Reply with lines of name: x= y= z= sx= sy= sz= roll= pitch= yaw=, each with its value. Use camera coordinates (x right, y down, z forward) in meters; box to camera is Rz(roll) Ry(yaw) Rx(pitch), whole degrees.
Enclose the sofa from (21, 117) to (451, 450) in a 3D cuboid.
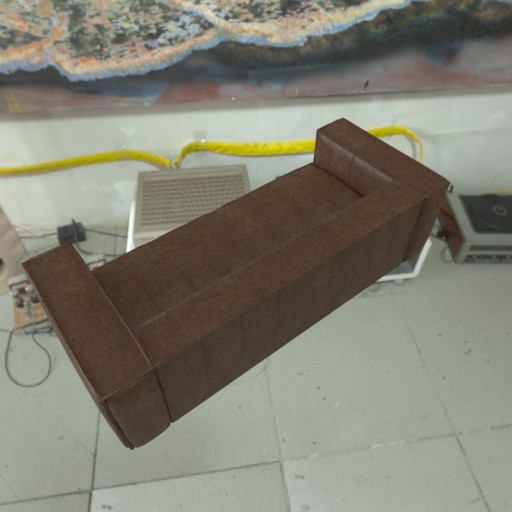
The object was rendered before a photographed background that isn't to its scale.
sofa: x=0.000 y=0.000 z=2.980 sx=2.581 sy=0.701 sz=1.102 roll=-30 pitch=54 yaw=-24
